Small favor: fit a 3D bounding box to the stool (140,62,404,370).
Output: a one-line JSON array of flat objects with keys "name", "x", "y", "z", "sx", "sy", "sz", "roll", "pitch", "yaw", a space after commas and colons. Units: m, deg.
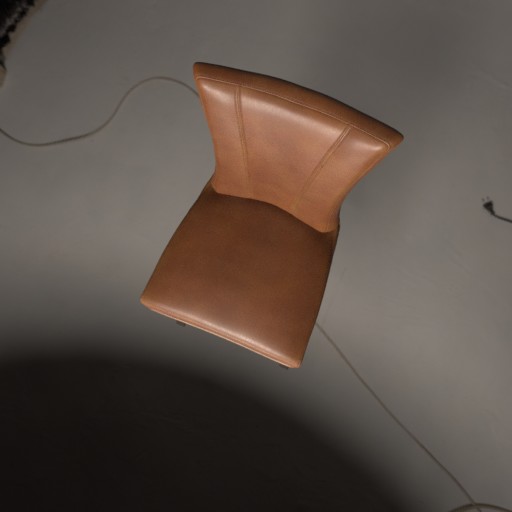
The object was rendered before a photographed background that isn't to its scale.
[{"name": "stool", "x": 0.000, "y": 0.000, "z": 1.459, "sx": 0.522, "sy": 1.094, "sz": 0.585, "roll": 21, "pitch": 76, "yaw": 5}]
